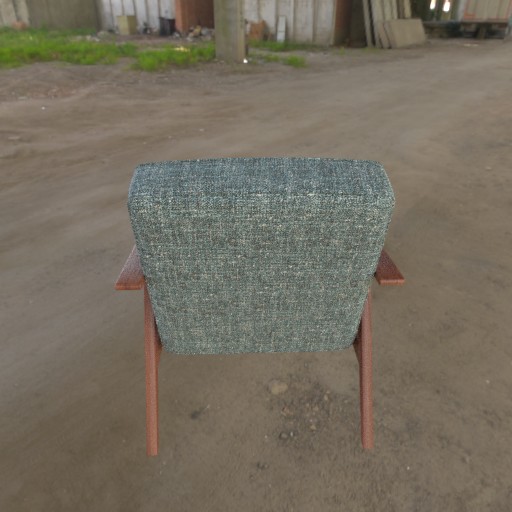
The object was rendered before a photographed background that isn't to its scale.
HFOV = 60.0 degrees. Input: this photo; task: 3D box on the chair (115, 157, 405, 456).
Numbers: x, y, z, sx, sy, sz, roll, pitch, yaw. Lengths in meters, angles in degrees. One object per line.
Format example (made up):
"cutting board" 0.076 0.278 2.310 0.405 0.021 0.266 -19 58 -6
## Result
"chair" 0.000 0.000 1.512 0.719 0.864 0.889 -1 30 -2
